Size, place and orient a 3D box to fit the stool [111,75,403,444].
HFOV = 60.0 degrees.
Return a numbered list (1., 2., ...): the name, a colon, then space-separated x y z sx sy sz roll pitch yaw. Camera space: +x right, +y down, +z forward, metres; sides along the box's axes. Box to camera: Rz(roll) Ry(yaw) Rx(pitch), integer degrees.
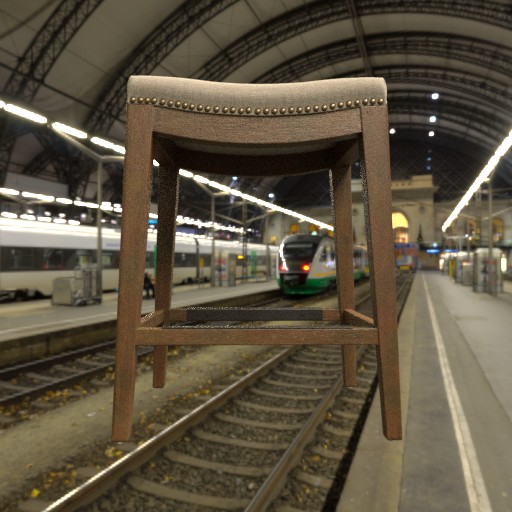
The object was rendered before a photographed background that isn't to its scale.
1. stool: 0.000 0.000 0.954 0.508 0.660 0.356 0 -1 -1
